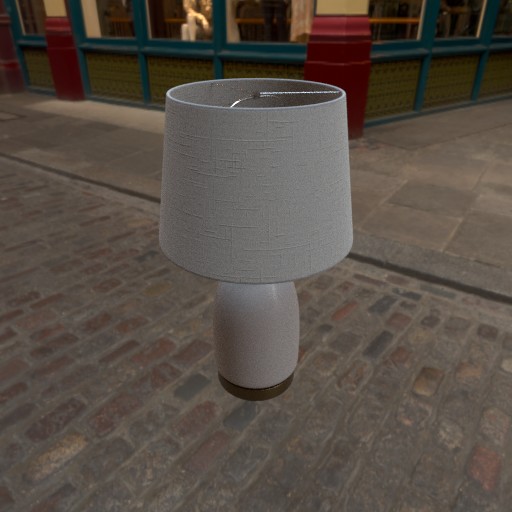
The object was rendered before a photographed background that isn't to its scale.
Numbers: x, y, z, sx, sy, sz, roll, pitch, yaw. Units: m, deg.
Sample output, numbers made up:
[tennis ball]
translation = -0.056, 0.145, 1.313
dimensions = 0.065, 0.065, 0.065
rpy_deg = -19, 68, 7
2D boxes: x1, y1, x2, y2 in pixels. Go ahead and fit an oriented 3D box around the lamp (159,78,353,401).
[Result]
[lamp]
translation = 0.000, 0.000, 0.684
dimensions = 0.285, 0.483, 0.285
rpy_deg = 0, 29, 0
